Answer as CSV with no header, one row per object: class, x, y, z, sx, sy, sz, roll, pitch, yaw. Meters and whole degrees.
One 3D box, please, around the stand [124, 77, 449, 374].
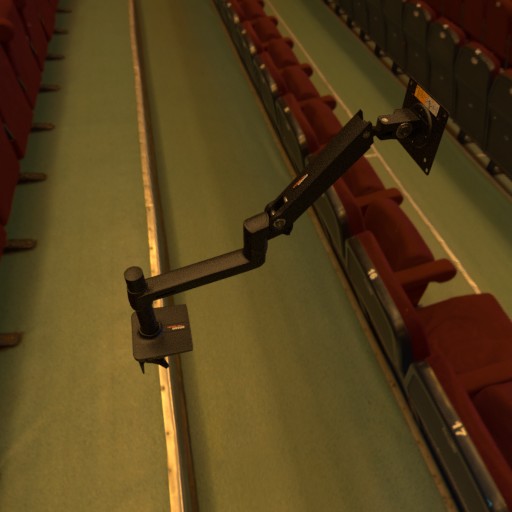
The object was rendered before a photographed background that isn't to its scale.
stand,0.000,0.000,1.020,0.650,0.713,0.152,-10,47,-9
